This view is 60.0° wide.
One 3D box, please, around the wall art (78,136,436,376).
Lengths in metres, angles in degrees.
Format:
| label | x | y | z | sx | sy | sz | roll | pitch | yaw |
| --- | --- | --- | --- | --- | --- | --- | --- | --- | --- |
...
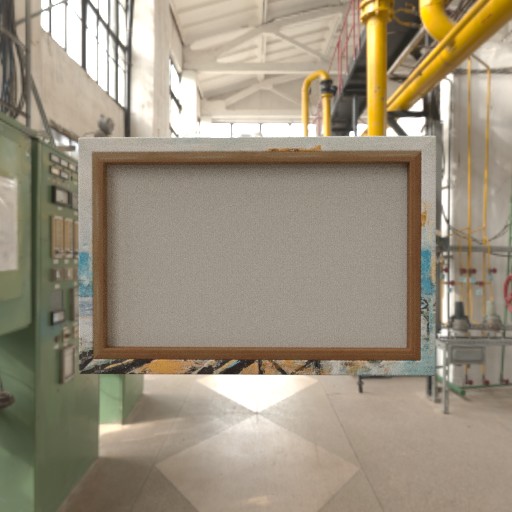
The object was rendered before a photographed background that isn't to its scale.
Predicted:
| label | x | y | z | sx | sy | sz | roll | pitch | yaw |
| --- | --- | --- | --- | --- | --- | --- | --- | --- | --- |
| wall art | 0.000 | 0.000 | 1.149 | 0.913 | 0.609 | 0.038 | 0 | 1 | 1 |
